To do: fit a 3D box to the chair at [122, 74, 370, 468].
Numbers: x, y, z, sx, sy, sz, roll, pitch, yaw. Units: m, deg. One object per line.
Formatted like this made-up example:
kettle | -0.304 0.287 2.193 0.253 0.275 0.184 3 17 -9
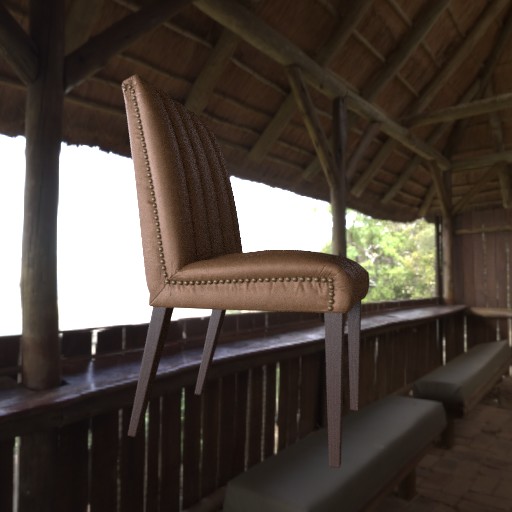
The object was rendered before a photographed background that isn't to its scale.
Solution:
chair | 0.000 0.000 1.359 0.647 1.016 0.511 0 -1 19
